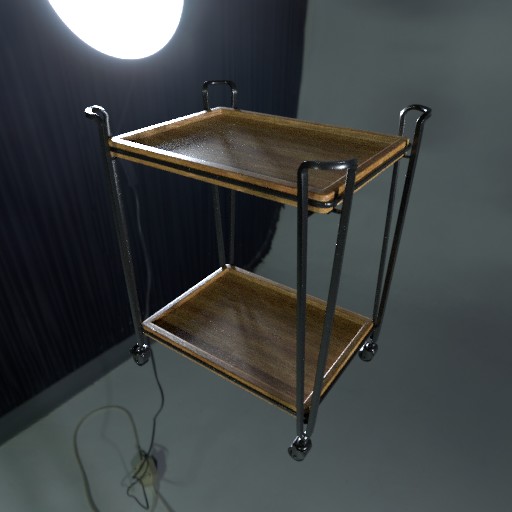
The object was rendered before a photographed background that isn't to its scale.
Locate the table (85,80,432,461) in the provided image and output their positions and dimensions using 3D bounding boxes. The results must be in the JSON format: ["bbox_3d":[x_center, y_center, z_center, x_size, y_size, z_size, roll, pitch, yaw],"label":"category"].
[{"bbox_3d":[0.000,0.000,1.210,0.672,0.785,0.505,20,36,30],"label":"table"}]
